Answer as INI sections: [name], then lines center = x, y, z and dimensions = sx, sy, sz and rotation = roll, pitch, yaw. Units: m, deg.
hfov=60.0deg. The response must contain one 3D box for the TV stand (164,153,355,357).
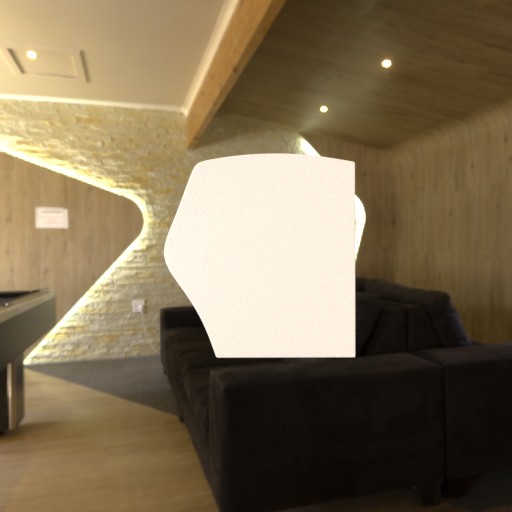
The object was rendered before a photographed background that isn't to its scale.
[TV stand]
center = 0.000, 0.000, 1.654
dimensions = 0.397, 0.424, 1.473
rotation = 0, 0, -1
